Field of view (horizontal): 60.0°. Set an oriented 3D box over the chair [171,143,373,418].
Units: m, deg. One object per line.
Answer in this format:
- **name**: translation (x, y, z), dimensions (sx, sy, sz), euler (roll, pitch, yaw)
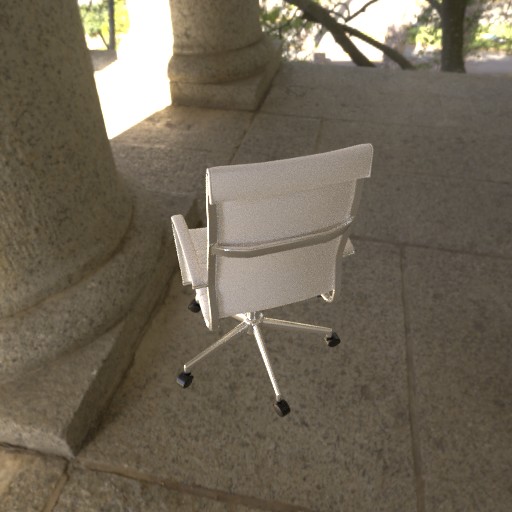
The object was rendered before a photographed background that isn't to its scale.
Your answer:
- **chair**: translation (0.000, 0.000, 1.690), dimensions (0.766, 1.149, 0.739), euler (-12, 42, -13)
